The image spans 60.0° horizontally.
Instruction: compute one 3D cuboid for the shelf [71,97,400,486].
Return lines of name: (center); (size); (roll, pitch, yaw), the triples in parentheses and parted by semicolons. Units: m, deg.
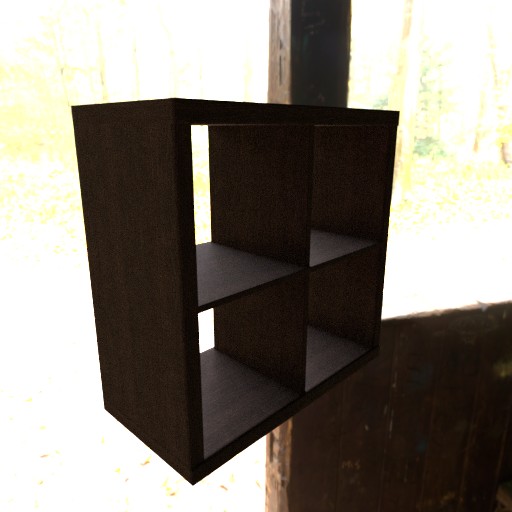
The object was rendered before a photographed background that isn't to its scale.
shelf: (0.000, 0.000, 1.244); (0.390, 0.786, 0.790); (15, 22, 42)
